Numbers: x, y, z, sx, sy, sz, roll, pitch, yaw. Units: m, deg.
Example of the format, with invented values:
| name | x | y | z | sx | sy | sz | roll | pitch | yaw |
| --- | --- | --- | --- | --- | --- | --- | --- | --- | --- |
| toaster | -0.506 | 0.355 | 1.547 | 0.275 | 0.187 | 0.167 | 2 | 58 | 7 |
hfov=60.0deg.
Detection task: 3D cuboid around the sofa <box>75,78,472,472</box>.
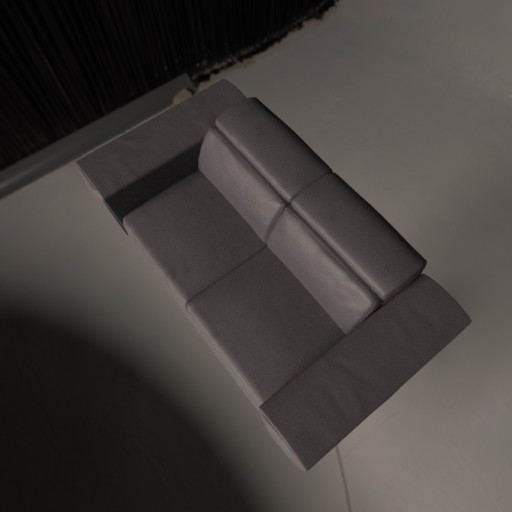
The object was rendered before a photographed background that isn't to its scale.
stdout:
| name | x | y | z | sx | sy | sz | roll | pitch | yaw |
| --- | --- | --- | --- | --- | --- | --- | --- | --- | --- |
| sofa | 0.000 | 0.000 | 2.356 | 1.003 | 0.779 | 1.895 | -35 | 70 | -15 |
